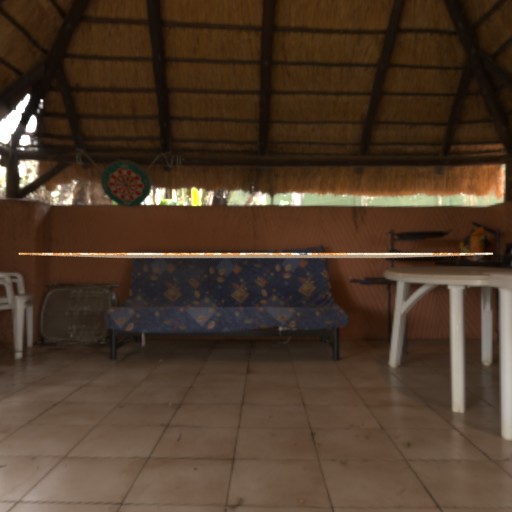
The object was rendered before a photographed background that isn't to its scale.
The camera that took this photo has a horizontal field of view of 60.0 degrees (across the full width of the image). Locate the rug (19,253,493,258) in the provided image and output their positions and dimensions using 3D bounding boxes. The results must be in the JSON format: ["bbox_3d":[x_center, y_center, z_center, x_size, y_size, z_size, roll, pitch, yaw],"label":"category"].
[{"bbox_3d":[0.000,0.000,2.310,1.827,0.008,1.230,0,-1,0],"label":"rug"}]
